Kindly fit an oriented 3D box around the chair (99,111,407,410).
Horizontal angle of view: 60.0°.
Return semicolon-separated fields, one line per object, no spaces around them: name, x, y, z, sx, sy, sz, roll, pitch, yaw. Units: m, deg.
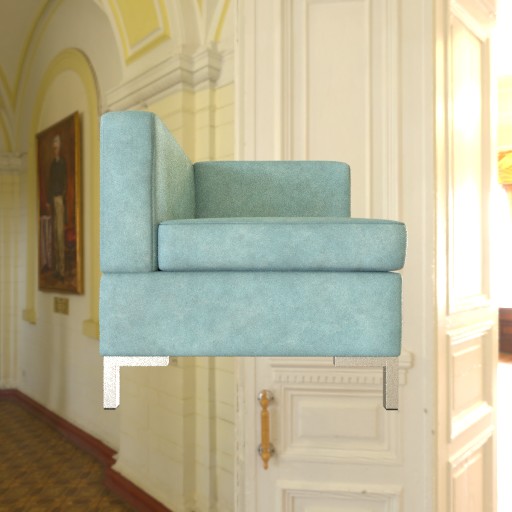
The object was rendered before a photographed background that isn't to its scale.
chair;0.000;0.000;1.273;0.684;0.660;0.691;0;0;0
